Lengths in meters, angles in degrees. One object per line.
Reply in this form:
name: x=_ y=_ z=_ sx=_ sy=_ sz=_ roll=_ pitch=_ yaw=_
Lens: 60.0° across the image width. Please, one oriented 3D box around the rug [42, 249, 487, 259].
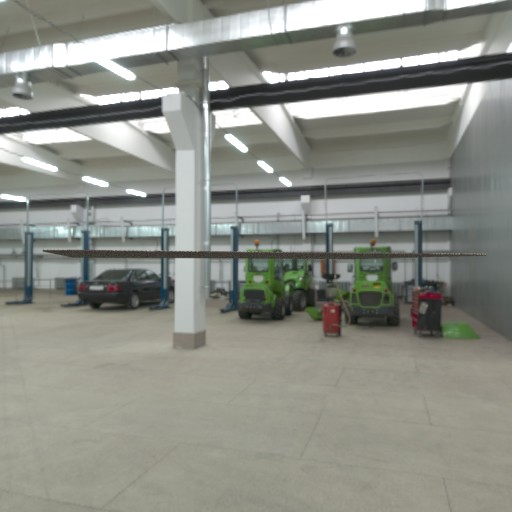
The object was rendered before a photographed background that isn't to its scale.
rug: x=0.000 y=0.000 z=3.010 sx=2.435 sy=0.011 sz=1.517 roll=0 pitch=-1 yaw=-18
